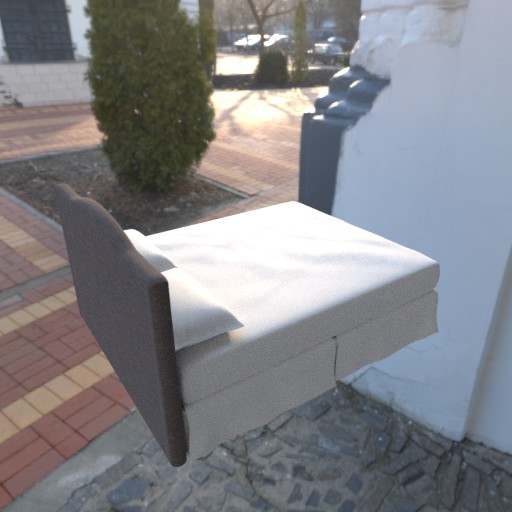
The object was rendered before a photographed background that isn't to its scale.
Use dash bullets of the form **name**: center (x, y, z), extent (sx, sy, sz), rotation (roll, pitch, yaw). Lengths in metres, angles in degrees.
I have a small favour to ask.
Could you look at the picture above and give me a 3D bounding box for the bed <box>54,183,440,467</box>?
- **bed**: center (0.000, 0.000, 3.895), extent (2.689, 1.457, 2.161), rotation (-17, 31, -31)
